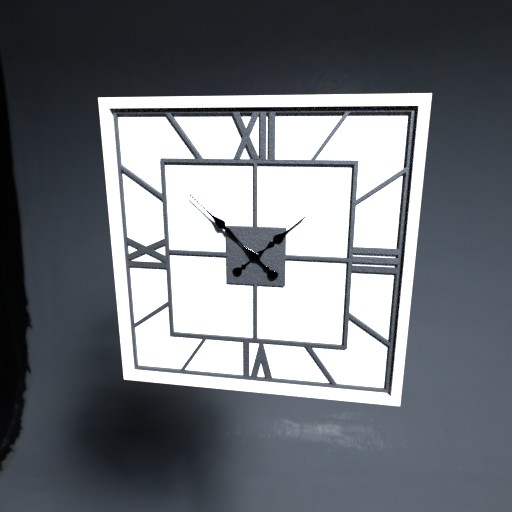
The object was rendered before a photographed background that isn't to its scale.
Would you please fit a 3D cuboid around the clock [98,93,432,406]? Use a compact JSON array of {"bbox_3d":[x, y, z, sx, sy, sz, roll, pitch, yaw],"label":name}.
[{"bbox_3d":[0.000,0.000,1.036,0.705,0.705,0.032,3,16,9],"label":"clock"}]
